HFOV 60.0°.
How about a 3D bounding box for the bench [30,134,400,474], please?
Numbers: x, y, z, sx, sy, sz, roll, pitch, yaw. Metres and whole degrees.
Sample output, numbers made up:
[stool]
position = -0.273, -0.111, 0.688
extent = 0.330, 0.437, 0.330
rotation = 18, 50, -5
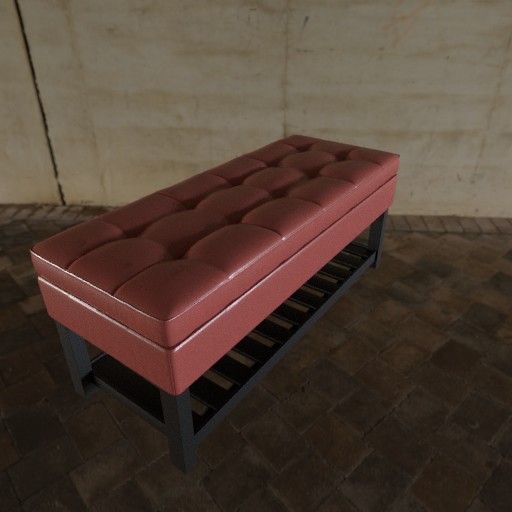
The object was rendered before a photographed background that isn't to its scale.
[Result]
[bench]
position = 0.000, 0.000, 1.333
extent = 0.432, 0.460, 1.105
rotation = 20, 37, 30
